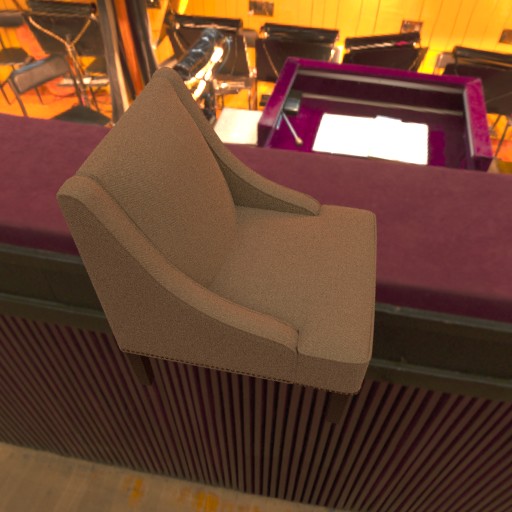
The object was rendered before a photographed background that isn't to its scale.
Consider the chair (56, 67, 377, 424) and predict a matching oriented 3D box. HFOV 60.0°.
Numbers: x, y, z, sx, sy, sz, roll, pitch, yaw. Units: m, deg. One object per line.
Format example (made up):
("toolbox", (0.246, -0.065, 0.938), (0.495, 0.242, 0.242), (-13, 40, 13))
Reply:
("chair", (0.000, 0.000, 1.390), (0.748, 0.872, 0.628), (9, 48, 8))
